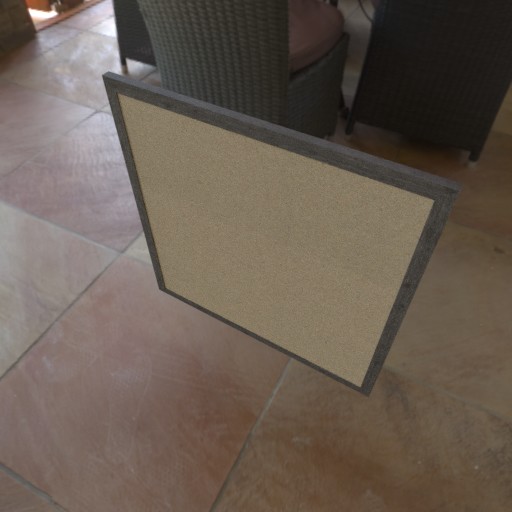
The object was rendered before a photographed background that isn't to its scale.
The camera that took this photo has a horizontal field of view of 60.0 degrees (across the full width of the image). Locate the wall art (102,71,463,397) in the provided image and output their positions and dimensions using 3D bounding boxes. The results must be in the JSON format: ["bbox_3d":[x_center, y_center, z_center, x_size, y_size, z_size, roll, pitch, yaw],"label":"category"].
[{"bbox_3d":[0.000,0.000,0.672,0.457,0.457,0.013,24,52,20],"label":"wall art"}]
